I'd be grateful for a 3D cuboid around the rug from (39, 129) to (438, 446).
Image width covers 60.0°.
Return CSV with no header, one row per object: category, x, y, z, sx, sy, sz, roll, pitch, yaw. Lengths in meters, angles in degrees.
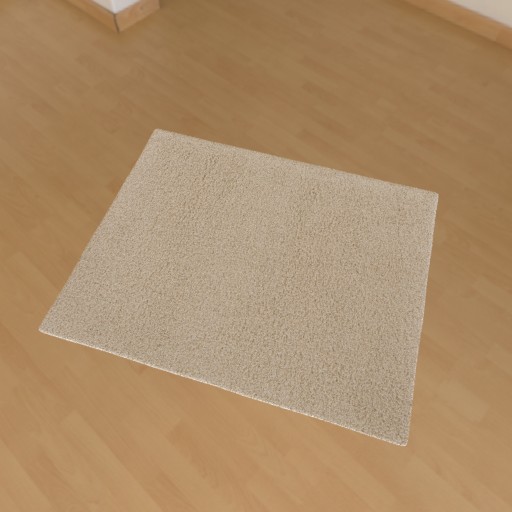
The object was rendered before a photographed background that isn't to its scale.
rug,0.000,0.000,4.040,3.047,0.029,2.438,15,61,9
